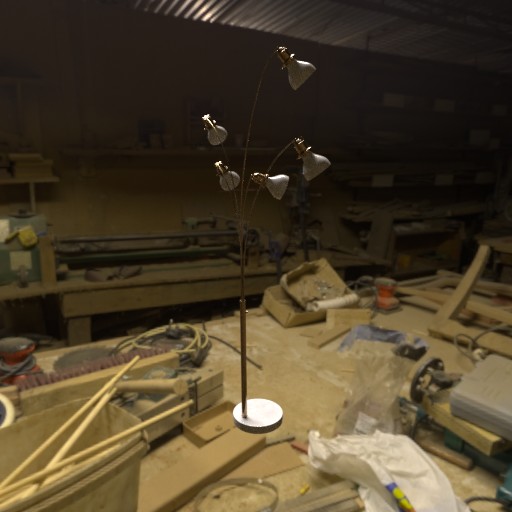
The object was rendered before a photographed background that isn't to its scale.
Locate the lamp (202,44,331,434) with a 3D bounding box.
[{"bbox_3d":[0.000,0.000,2.983,0.361,2.423,1.405,-7,14,-27],"label":"lamp"}]
